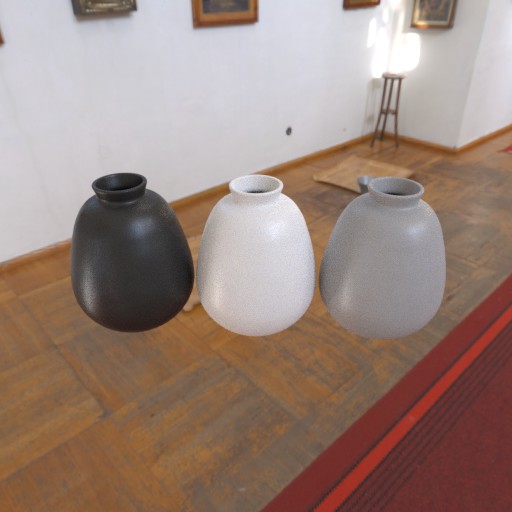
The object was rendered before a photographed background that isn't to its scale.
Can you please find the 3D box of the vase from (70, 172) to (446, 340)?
[{"bbox_3d":[0.000,0.000,0.352,0.297,0.122,0.097,1,31,2],"label":"vase"}]
